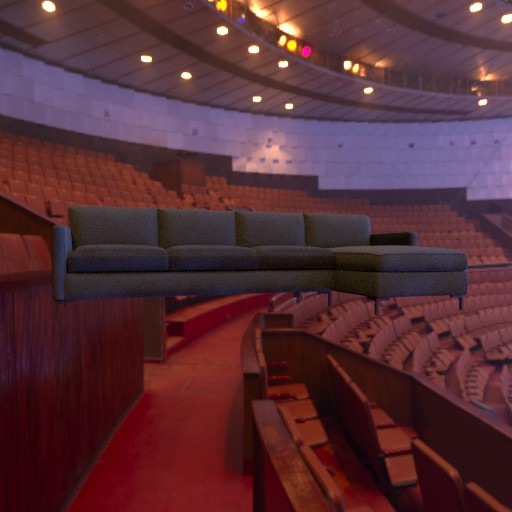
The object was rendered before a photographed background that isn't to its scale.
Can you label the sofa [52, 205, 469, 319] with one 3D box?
[{"bbox_3d":[0.000,0.000,3.213,2.725,0.756,1.255,0,1,-19],"label":"sofa"}]
